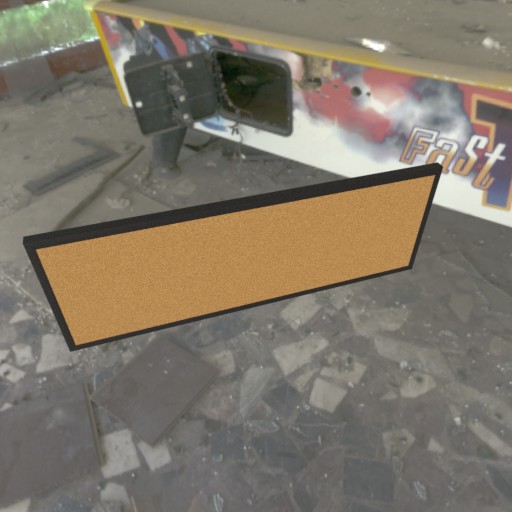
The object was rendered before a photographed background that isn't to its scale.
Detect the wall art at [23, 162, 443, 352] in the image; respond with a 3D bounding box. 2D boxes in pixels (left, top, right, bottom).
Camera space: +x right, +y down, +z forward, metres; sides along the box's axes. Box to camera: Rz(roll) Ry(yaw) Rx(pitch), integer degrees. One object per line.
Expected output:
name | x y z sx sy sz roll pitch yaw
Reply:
wall art | 0.000 0.000 1.787 1.572 0.554 0.041 -12 42 -14
